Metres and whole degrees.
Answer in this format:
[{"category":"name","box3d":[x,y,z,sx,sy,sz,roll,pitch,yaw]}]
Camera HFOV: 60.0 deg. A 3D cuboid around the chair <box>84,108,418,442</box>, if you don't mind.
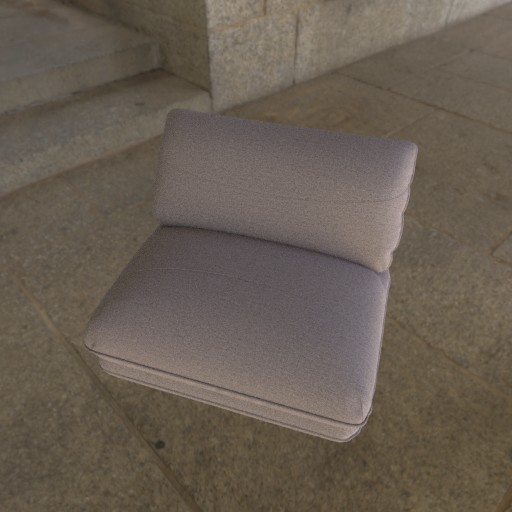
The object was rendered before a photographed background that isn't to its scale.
[{"category":"chair","box3d":[0.000,0.000,1.345,0.820,0.580,0.780,12,44,13]}]
